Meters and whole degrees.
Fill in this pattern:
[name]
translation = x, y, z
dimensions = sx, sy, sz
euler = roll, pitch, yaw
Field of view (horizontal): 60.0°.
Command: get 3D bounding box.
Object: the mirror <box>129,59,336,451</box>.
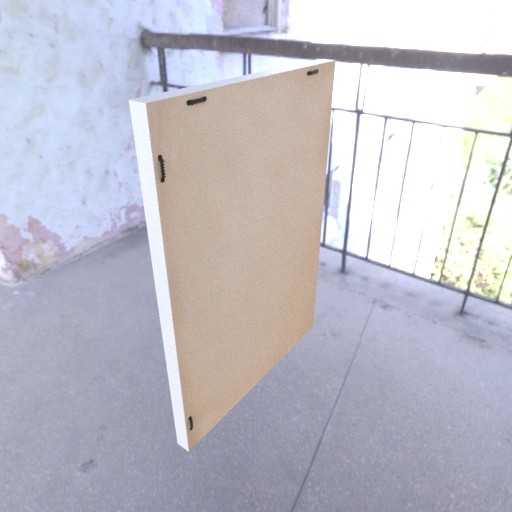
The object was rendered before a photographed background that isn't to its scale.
[mirror]
translation = 0.000, 0.000, 0.932
dimensions = 0.039, 0.710, 0.507
euler = 21, 37, 31
